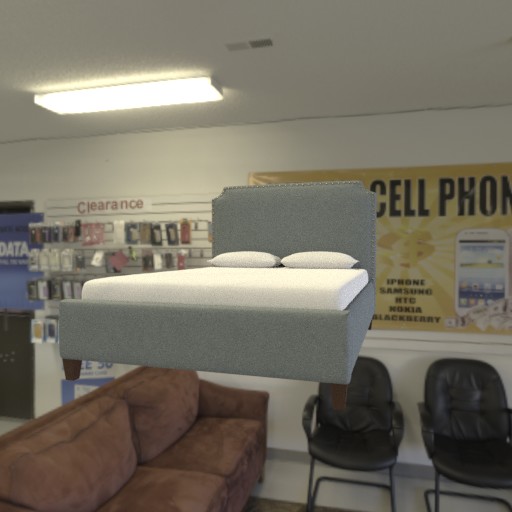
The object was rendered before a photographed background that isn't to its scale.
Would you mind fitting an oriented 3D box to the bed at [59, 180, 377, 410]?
[{"bbox_3d":[0.000,0.000,3.456,1.712,1.443,2.372,0,1,18],"label":"bed"}]
